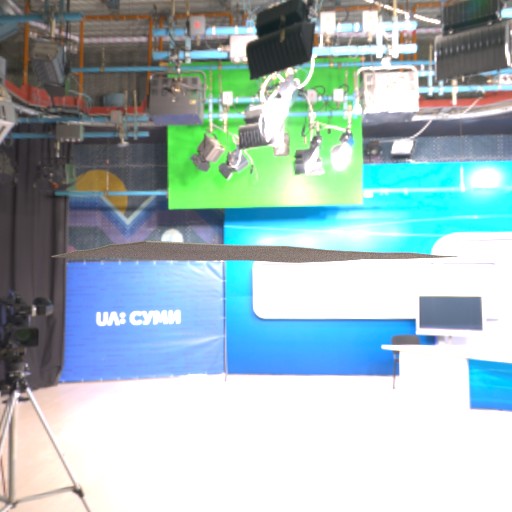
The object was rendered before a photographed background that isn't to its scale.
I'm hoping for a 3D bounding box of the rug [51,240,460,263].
[{"bbox_3d":[0.000,0.000,4.474,3.333,0.027,2.428,2,-3,-36],"label":"rug"}]
